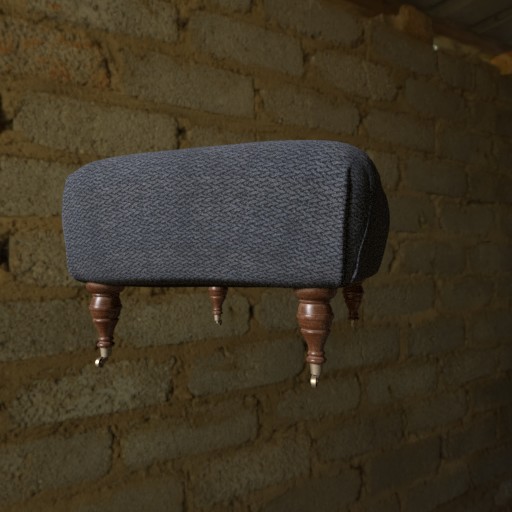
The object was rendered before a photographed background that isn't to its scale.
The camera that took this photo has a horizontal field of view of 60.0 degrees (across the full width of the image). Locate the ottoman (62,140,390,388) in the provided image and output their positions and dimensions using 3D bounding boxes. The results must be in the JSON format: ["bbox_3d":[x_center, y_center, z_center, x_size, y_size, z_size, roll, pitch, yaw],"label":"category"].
[{"bbox_3d":[0.000,0.000,1.106,0.622,0.450,0.747,0,0,19],"label":"ottoman"}]
